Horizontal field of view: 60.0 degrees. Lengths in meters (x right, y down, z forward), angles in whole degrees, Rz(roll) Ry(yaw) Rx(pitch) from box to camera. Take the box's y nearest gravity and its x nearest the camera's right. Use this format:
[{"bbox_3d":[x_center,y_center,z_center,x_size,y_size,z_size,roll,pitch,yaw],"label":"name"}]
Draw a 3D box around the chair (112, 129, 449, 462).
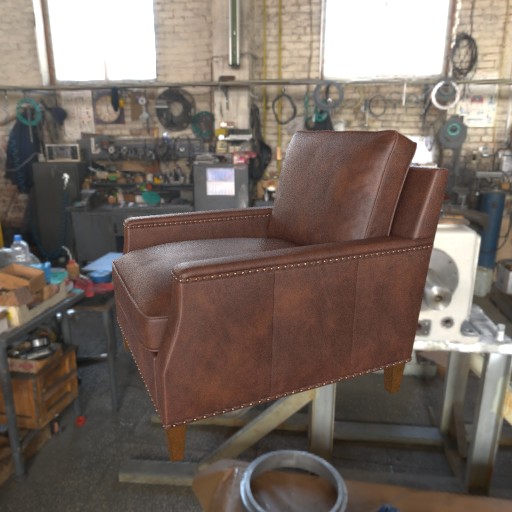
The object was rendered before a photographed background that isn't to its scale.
[{"bbox_3d":[0.000,0.000,1.690,1.014,0.929,0.853,-7,17,-24],"label":"chair"}]
